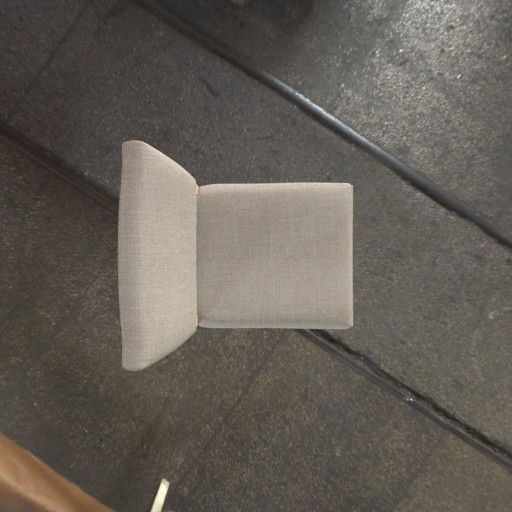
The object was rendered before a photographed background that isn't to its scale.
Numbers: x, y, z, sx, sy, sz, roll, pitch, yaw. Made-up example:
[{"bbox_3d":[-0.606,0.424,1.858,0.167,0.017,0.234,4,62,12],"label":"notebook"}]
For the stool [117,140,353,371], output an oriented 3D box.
[{"bbox_3d":[0.000,0.000,1.427,0.585,1.173,0.445,0,90,-3],"label":"stool"}]
